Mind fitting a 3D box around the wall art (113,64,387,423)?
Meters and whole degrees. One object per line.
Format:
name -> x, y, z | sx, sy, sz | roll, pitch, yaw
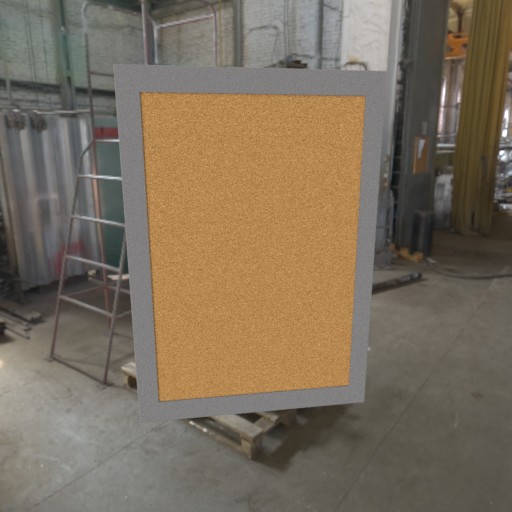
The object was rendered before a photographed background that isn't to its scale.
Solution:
wall art -> 0.000, 0.000, 0.670 | 0.374, 0.529, 0.012 | -2, 14, -9
